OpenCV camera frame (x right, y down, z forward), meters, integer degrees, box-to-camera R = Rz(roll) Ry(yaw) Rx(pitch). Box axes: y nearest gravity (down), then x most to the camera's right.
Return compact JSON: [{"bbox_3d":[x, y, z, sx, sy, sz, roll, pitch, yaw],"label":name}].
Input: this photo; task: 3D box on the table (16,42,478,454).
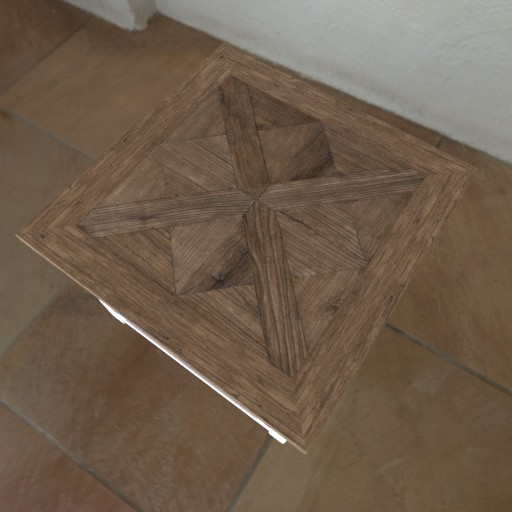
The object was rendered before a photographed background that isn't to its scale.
[{"bbox_3d":[0.000,0.000,1.172,0.700,0.532,0.700,33,68,15],"label":"table"}]
